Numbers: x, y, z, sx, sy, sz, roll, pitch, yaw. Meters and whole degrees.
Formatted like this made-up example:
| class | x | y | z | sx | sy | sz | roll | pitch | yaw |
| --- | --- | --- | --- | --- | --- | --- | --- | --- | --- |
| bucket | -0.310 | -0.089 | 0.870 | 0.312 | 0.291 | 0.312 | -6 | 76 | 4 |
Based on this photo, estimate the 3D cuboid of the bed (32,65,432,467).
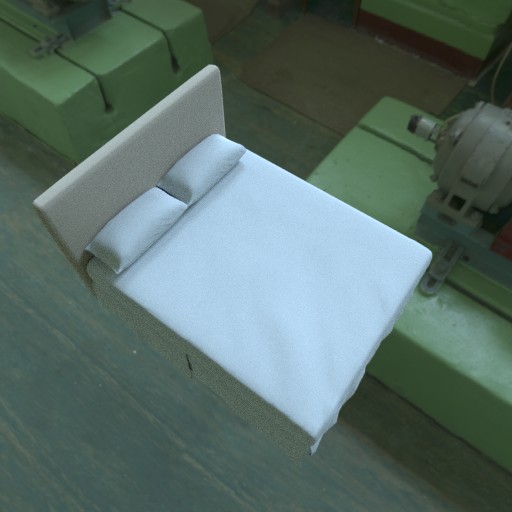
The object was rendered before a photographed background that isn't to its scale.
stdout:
| class | x | y | z | sx | sy | sz | roll | pitch | yaw |
| --- | --- | --- | --- | --- | --- | --- | --- | --- | --- |
| bed | 0.000 | 0.000 | 3.190 | 2.142 | 1.330 | 1.748 | 32 | 64 | 18 |
